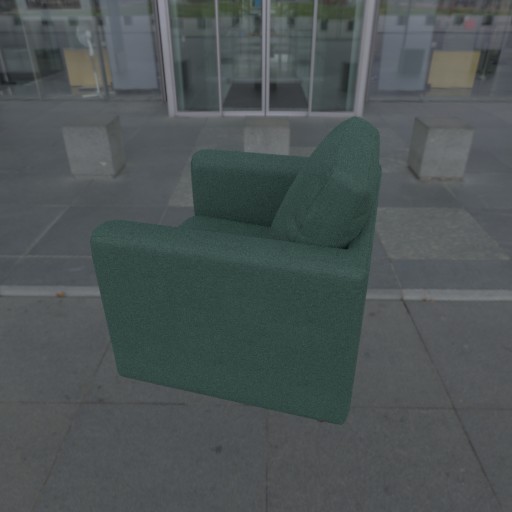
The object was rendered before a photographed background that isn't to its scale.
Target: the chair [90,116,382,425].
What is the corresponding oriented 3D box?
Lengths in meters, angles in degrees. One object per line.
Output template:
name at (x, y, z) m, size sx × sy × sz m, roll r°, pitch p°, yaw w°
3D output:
chair at (0.000, 0.000, 1.605) m, size 0.800 × 0.927 × 0.855 m, roll 8°, pitch 31°, yaw 14°
